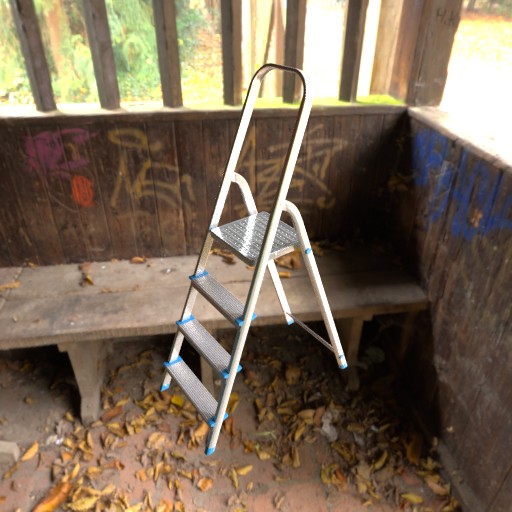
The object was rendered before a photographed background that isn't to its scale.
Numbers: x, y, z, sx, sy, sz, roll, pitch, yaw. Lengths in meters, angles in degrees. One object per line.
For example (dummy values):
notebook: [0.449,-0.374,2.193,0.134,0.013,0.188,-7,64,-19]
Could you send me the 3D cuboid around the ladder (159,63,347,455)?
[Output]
ladder: [0.000,0.000,1.821,0.842,1.434,0.445,-22,39,-30]
